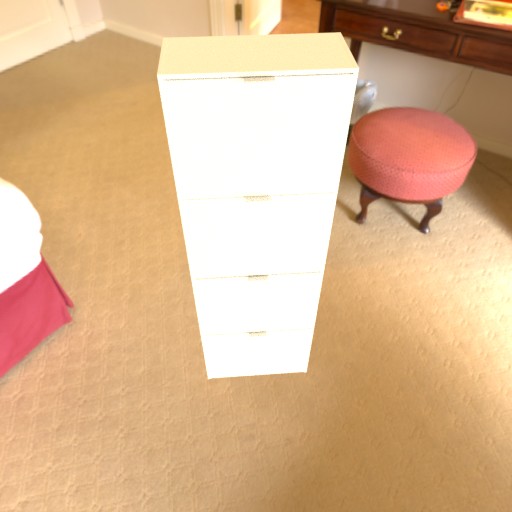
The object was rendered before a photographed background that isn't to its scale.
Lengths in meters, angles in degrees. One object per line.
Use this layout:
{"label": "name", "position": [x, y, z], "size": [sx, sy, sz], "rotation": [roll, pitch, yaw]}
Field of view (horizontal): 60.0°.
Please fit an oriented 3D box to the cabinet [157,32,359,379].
{"label": "cabinet", "position": [0.000, 0.000, 1.808], "size": [0.520, 1.630, 0.255], "rotation": [-3, 47, -3]}
